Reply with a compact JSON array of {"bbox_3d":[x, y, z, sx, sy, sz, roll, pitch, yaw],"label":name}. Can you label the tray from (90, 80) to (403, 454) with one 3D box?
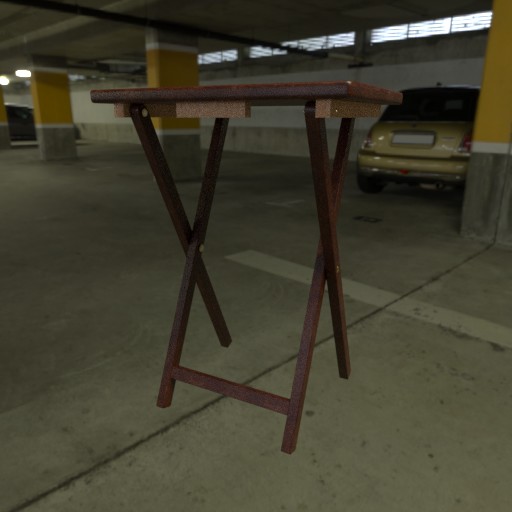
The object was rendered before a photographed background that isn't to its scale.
[{"bbox_3d":[0.000,0.000,0.948,0.483,0.660,0.381,9,19,26],"label":"tray"}]
